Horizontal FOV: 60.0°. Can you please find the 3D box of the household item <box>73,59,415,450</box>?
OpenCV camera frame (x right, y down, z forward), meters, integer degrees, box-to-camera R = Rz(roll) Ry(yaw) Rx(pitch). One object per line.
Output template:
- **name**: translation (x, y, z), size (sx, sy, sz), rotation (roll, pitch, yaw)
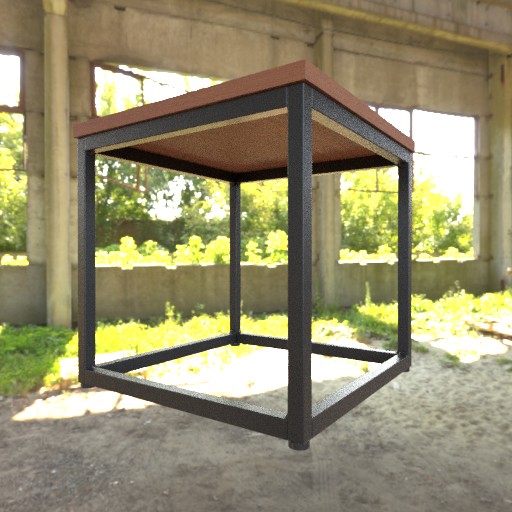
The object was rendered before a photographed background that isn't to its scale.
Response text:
- **household item**: translation (0.000, 0.000, 0.725), size (0.400, 0.400, 0.400), rotation (0, 0, 35)
